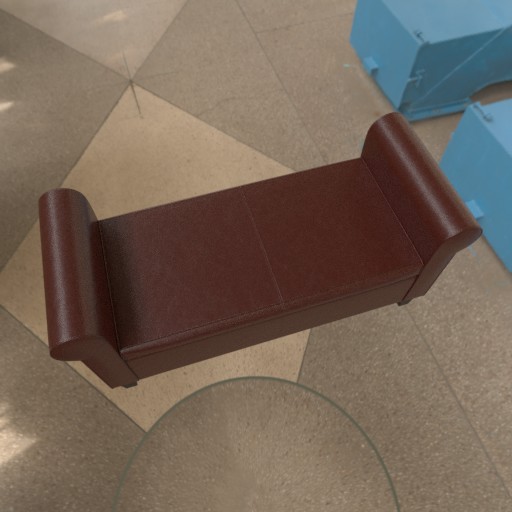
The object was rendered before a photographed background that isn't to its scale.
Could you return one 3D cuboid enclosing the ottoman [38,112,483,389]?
[{"bbox_3d":[0.000,0.000,1.529,1.256,0.547,0.521,-15,60,-9],"label":"ottoman"}]
